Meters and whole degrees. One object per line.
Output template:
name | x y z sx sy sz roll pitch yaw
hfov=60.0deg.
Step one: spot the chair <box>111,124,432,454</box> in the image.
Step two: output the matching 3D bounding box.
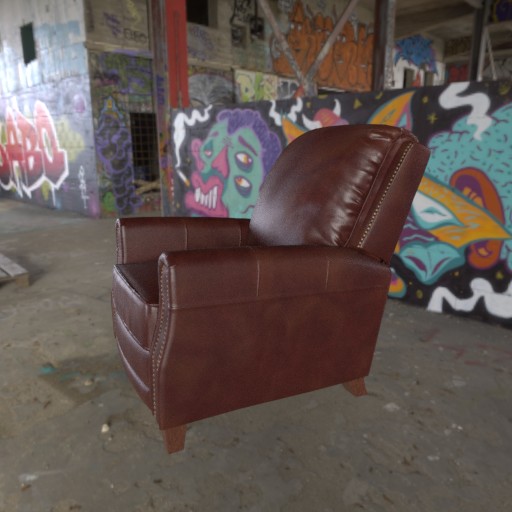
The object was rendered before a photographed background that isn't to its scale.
chair | 0.000 0.000 1.772 1.089 1.022 0.826 -7 15 -26
